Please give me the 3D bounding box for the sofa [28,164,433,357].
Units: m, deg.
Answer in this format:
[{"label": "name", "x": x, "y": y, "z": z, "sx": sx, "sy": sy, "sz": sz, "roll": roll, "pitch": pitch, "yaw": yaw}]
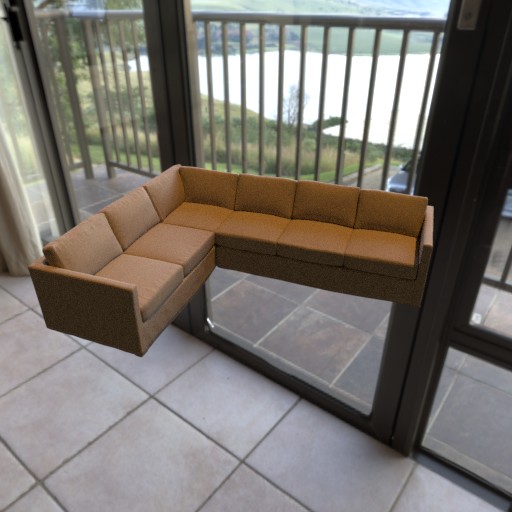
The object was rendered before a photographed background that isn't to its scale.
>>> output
[{"label": "sofa", "x": 0.000, "y": 0.000, "z": 4.319, "sx": 3.182, "sy": 0.871, "sz": 2.432, "roll": 10, "pitch": 32, "yaw": 17}]
